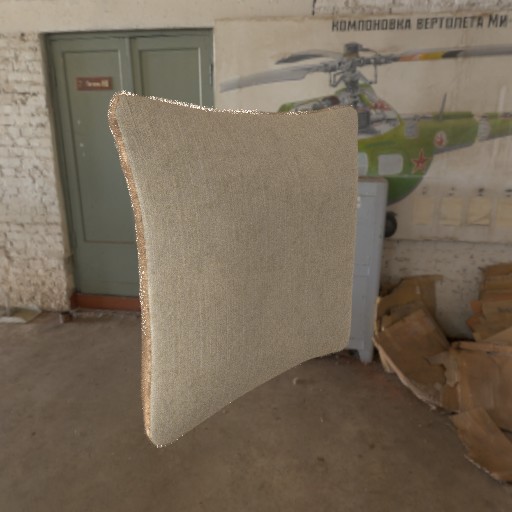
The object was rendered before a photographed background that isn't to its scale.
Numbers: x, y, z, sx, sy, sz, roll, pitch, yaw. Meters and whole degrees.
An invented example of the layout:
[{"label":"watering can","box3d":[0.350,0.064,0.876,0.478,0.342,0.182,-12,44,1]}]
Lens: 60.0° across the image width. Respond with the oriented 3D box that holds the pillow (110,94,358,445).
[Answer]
[{"label":"pillow","box3d":[0.000,0.000,0.786,0.538,0.525,0.216,-15,22,-43]}]
